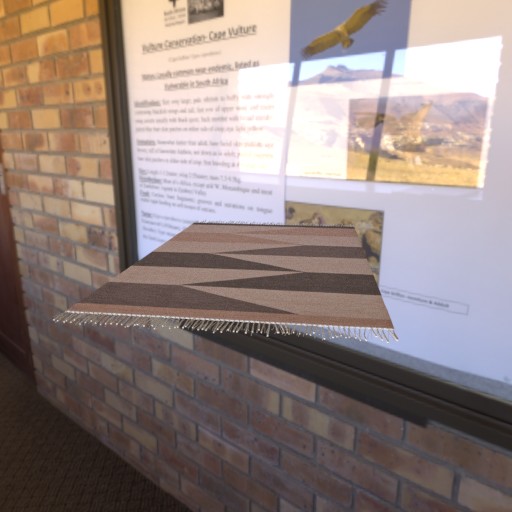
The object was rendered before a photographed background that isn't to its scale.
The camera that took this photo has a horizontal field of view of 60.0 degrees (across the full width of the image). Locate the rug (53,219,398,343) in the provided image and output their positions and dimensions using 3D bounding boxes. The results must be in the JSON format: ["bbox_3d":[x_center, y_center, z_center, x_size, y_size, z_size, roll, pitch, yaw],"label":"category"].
[{"bbox_3d":[0.000,0.000,2.487,1.224,0.027,2.021,2,15,8],"label":"rug"}]
